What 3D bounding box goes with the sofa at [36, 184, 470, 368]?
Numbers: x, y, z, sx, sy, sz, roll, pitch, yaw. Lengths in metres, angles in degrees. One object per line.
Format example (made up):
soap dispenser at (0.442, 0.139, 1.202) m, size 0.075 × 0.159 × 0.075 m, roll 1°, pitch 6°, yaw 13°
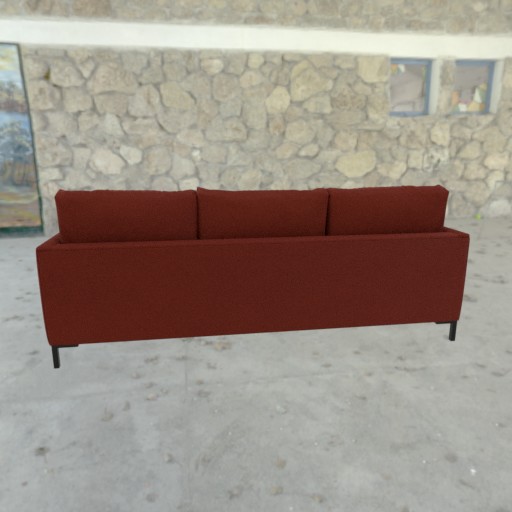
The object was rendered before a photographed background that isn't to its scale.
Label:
sofa at (0.000, 0.000, 2.685) m, size 2.252 × 0.879 × 0.875 m, roll -2°, pitch 14°, yaw -8°
